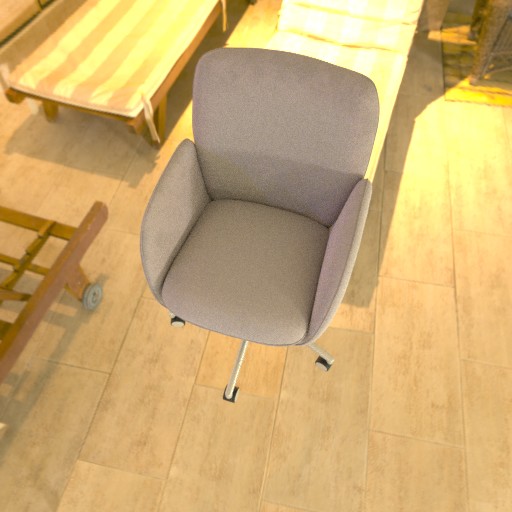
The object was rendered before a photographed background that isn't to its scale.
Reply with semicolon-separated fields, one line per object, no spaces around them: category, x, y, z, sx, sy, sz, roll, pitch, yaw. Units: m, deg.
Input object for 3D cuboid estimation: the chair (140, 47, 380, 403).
chair;0.000;0.000;1.354;0.648;0.959;0.654;15;57;10
